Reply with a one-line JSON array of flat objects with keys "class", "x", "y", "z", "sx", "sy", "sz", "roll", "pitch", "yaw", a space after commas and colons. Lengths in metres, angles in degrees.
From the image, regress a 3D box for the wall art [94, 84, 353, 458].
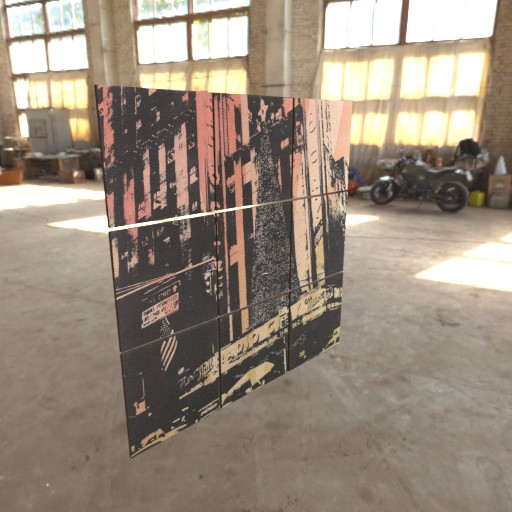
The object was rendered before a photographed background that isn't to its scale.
[{"class": "wall art", "x": 0.000, "y": 0.000, "z": 1.780, "sx": 1.216, "sy": 1.216, "sz": 0.013, "roll": -15, "pitch": 22, "yaw": -42}]
